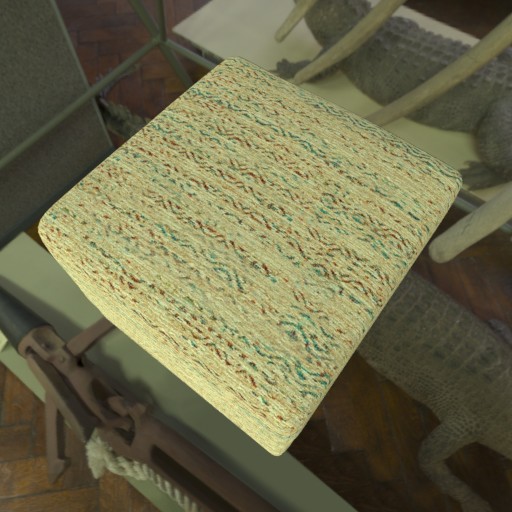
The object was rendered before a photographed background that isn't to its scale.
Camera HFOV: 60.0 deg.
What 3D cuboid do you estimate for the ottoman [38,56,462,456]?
[{"bbox_3d":[0.000,0.000,0.881,0.512,0.453,0.521,34,67,17],"label":"ottoman"}]
